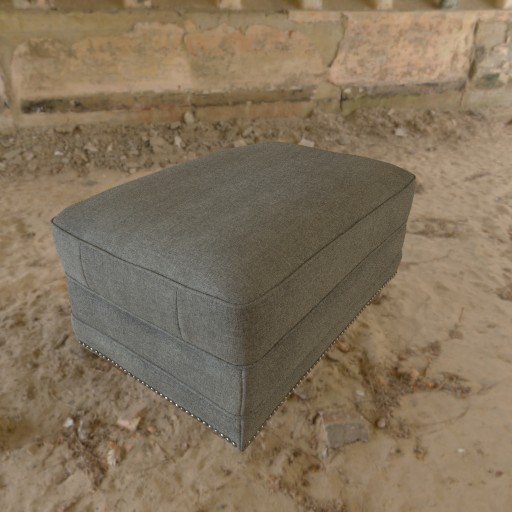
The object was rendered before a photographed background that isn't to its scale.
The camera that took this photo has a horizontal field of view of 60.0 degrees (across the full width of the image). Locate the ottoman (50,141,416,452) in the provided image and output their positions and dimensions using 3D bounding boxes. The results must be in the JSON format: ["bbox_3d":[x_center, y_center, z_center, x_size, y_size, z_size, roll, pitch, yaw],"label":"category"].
[{"bbox_3d":[0.000,0.000,1.164,0.561,0.457,0.813,20,36,31],"label":"ottoman"}]
